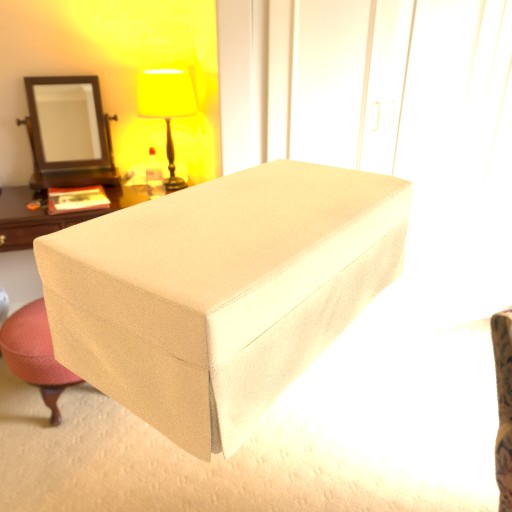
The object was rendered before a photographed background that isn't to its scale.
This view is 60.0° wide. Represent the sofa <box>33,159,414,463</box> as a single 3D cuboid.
[{"bbox_3d":[0.000,0.000,2.076,0.939,0.552,1.677,18,31,33],"label":"sofa"}]
